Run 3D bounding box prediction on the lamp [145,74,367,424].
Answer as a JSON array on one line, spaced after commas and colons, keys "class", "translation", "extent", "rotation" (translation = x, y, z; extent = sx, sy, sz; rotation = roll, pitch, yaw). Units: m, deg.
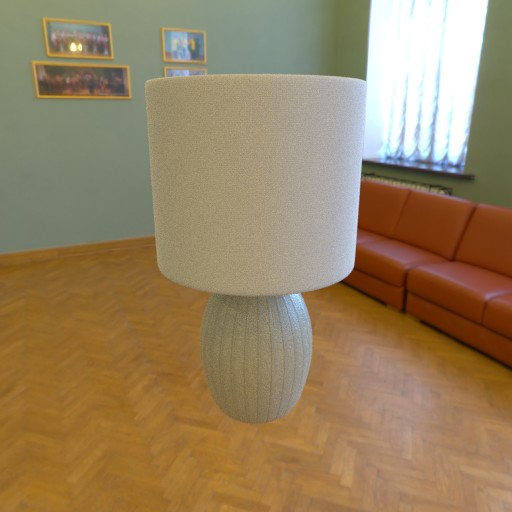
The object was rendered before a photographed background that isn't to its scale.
[{"class": "lamp", "translation": [0.000, 0.000, 0.755], "extent": [0.329, 0.570, 0.329], "rotation": [-9, 20, -26]}]
